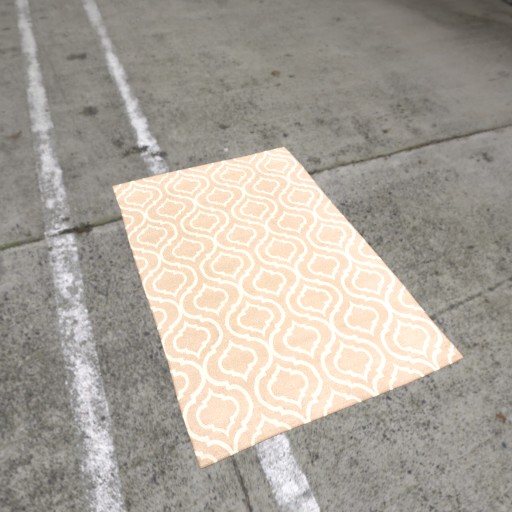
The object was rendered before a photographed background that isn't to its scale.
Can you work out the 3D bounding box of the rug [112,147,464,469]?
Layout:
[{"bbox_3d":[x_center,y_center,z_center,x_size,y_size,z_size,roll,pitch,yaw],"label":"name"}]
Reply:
[{"bbox_3d":[0.000,0.000,2.242,1.152,0.013,1.761,-17,48,-16],"label":"rug"}]
